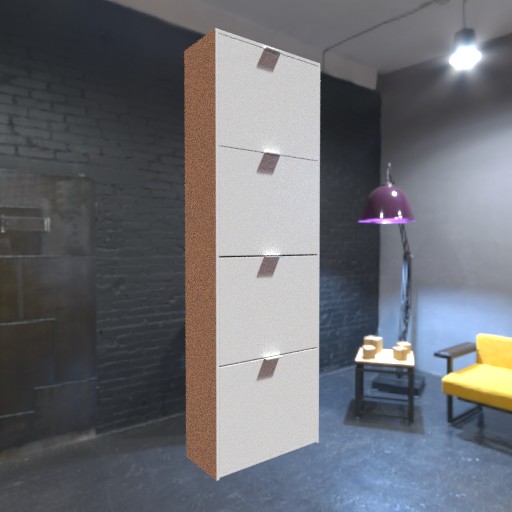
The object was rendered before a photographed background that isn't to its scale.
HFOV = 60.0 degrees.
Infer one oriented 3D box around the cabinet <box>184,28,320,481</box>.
[{"bbox_3d":[0.000,0.000,1.835,0.520,1.630,0.255,-1,2,-37],"label":"cabinet"}]
